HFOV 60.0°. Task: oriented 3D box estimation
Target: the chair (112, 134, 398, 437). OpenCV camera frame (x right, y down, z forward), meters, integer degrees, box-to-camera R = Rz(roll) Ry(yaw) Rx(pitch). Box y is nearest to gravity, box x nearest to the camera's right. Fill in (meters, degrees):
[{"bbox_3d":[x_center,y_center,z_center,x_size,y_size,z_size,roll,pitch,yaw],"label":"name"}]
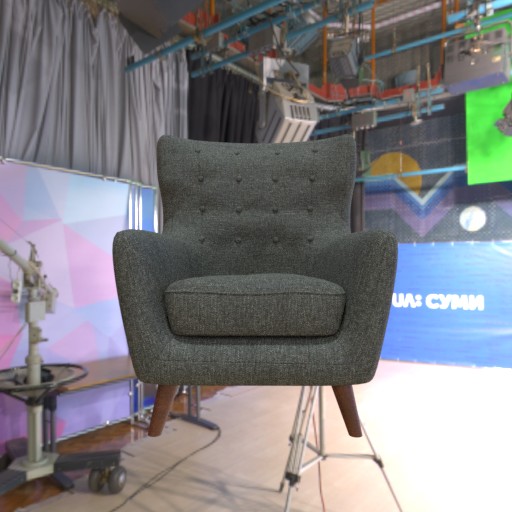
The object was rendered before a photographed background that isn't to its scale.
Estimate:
[{"bbox_3d":[0.000,0.000,1.708,0.878,1.063,0.904,0,0,0],"label":"chair"}]
